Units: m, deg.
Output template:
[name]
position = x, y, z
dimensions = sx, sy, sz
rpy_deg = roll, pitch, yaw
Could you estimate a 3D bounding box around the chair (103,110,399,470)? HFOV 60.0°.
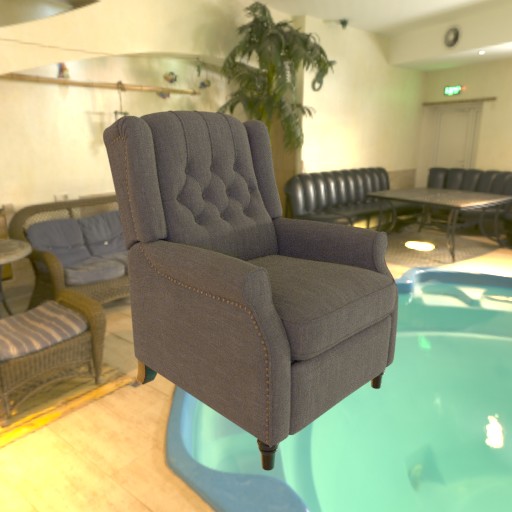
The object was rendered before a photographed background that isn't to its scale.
[chair]
position = 0.000, 0.000, 1.617
dimensions = 0.898, 1.035, 0.742
rpy_deg = 15, 21, 43
